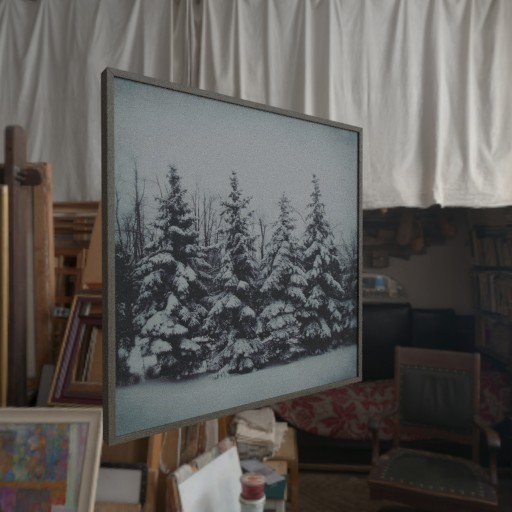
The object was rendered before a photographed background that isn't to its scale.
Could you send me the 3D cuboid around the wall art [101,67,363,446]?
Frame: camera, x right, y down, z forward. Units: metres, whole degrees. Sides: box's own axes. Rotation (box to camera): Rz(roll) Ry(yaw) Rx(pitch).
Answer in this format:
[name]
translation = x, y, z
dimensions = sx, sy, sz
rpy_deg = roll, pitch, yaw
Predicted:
[wall art]
translation = 0.000, 0.000, 1.122
dimensions = 0.758, 0.758, 0.039
rpy_deg = -1, 1, -36
